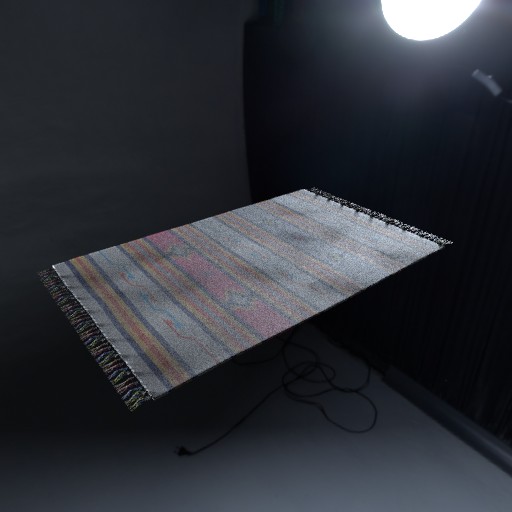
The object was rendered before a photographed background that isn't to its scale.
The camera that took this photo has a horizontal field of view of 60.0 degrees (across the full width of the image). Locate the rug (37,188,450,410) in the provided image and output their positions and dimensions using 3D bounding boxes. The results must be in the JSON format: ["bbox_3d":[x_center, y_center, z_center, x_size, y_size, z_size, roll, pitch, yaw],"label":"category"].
[{"bbox_3d":[0.000,0.000,2.251,1.849,0.013,1.084,-21,36,-33],"label":"rug"}]
